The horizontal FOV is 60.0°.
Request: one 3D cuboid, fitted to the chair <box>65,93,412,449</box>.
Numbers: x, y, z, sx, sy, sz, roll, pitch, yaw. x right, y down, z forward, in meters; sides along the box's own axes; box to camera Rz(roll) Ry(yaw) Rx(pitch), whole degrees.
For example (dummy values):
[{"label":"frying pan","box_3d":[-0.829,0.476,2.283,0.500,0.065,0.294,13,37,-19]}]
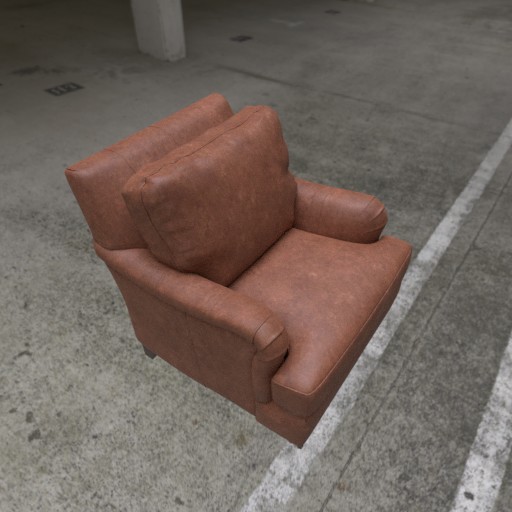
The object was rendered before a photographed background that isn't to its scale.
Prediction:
[{"label":"chair","box_3d":[0.000,0.000,1.971,1.158,1.055,0.986,25,48,25]}]
